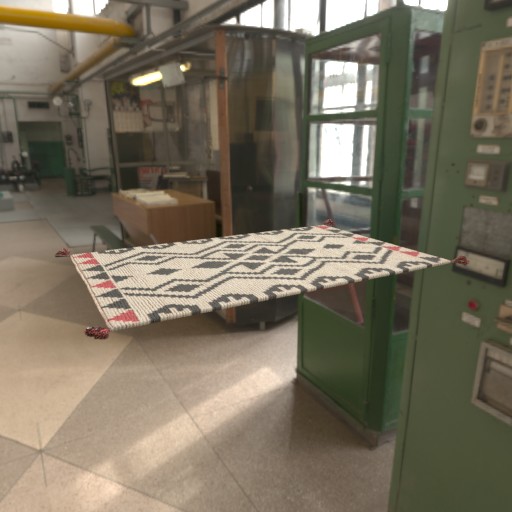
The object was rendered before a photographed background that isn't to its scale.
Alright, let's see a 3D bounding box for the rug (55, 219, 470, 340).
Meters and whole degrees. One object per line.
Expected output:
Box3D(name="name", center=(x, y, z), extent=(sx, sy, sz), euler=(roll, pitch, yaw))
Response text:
Box3D(name="rug", center=(0.000, 0.000, 3.326), extent=(2.672, 0.066, 1.741), euler=(-8, 17, -28))
